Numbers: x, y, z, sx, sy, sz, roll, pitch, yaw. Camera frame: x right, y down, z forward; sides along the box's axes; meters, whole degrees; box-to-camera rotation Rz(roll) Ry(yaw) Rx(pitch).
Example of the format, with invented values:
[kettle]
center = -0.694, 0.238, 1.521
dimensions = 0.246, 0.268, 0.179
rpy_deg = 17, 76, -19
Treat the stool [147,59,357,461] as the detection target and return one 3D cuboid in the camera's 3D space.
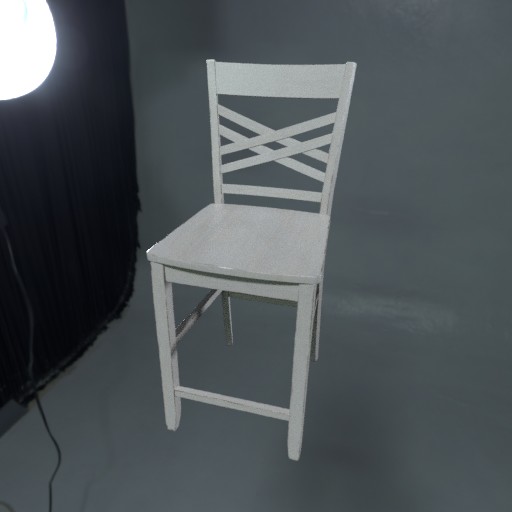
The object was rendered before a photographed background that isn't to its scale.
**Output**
[stool]
center = 0.000, 0.000, 1.366
dimensions = 0.462, 1.079, 0.539
rpy_deg = 7, 28, 14
